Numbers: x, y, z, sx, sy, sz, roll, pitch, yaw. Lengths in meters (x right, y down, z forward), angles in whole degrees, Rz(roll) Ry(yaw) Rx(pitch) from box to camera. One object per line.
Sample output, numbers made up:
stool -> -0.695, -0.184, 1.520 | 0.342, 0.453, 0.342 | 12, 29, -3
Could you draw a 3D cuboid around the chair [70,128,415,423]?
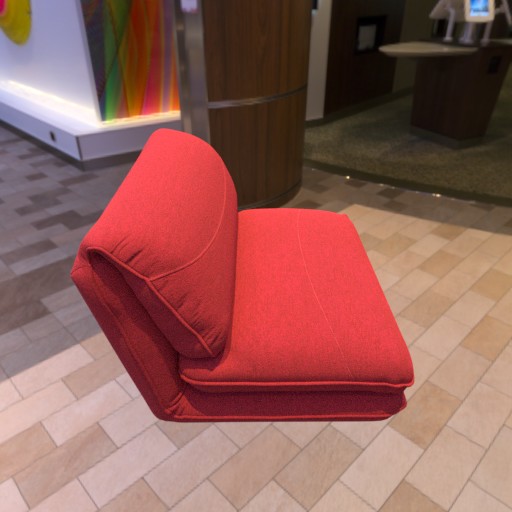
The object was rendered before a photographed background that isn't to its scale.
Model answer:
chair -> 0.000, 0.000, 1.330 | 0.780, 0.580, 0.820 | 0, 32, -1
